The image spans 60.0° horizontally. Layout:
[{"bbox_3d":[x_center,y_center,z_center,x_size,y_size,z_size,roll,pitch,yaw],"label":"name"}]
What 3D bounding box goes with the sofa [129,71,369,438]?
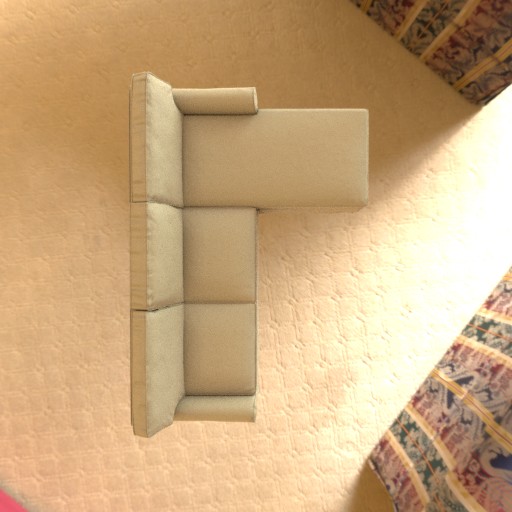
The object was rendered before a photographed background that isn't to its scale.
[{"bbox_3d":[0.000,0.000,3.334,1.733,0.978,2.475,0,91,1],"label":"sofa"}]
